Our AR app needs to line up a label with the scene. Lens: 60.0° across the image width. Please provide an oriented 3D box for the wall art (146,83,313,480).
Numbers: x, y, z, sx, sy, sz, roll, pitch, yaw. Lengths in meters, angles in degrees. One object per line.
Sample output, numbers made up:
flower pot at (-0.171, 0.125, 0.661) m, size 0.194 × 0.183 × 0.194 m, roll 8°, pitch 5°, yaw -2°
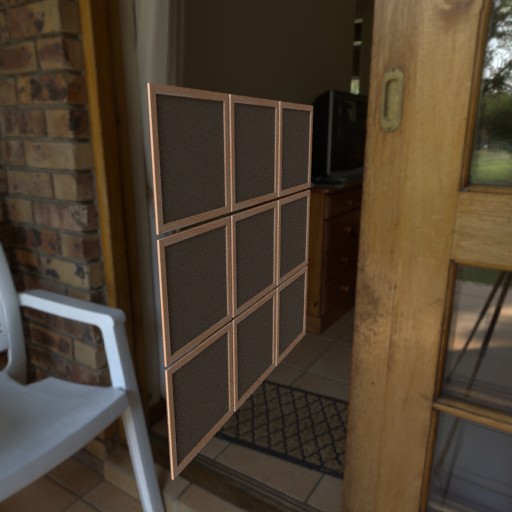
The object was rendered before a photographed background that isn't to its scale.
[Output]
wall art at (0.000, 0.000, 2.266) m, size 0.013 × 1.525 × 1.520 m, roll 8°, pitch 18°, yaw 26°
